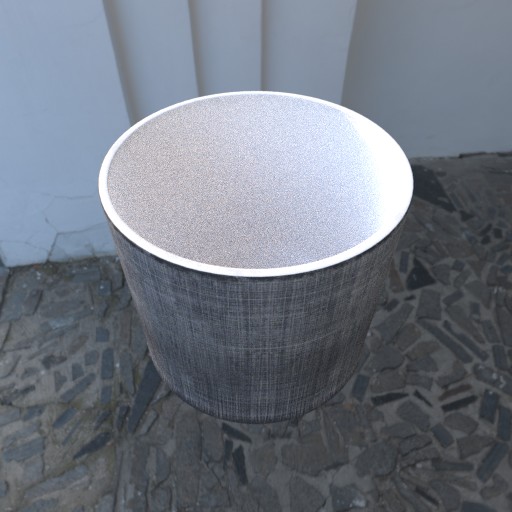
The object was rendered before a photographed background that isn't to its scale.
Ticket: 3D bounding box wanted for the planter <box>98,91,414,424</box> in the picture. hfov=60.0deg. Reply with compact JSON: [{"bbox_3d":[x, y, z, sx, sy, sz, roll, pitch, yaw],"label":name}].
[{"bbox_3d":[0.000,0.000,0.313,0.178,0.157,0.178,0,46,0],"label":"planter"}]
